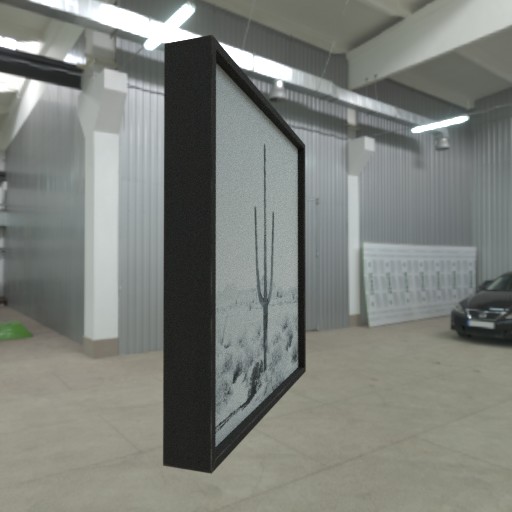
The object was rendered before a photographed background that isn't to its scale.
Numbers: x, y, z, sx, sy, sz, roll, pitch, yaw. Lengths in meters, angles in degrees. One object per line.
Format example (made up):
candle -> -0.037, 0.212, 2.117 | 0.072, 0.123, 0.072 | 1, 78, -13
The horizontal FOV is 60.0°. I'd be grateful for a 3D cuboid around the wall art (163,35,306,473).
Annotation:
wall art -> 0.000, 0.000, 0.458 | 0.038, 0.305, 0.305 | 0, -1, 19
